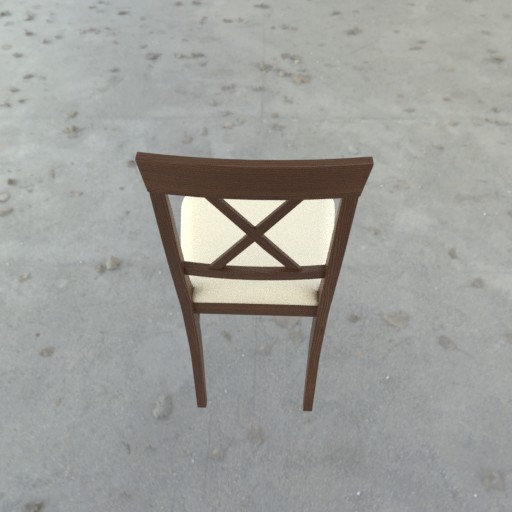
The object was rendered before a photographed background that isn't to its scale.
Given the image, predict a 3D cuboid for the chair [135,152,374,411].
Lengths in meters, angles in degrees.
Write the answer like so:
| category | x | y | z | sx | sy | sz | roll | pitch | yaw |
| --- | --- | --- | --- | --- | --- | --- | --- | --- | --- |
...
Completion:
| category | x | y | z | sx | sy | sz | roll | pitch | yaw |
| --- | --- | --- | --- | --- | --- | --- | --- | --- | --- |
| chair | 0.000 | 0.000 | 1.169 | 0.440 | 0.913 | 0.480 | 1 | 47 | 1 |
